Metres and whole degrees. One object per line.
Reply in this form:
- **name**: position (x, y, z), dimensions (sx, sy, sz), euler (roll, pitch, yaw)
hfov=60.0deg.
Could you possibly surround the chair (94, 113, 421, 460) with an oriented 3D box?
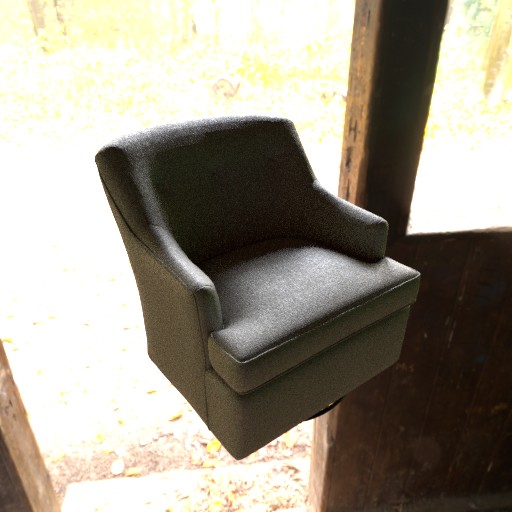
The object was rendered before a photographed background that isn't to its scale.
- **chair**: position (0.000, 0.000, 1.634), dimensions (0.864, 0.856, 0.923), euler (-19, 34, -31)
